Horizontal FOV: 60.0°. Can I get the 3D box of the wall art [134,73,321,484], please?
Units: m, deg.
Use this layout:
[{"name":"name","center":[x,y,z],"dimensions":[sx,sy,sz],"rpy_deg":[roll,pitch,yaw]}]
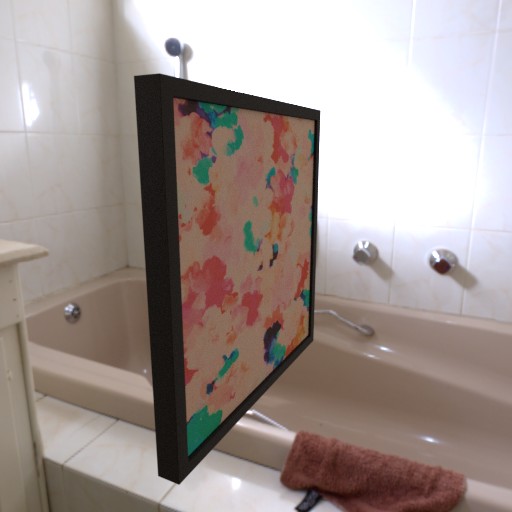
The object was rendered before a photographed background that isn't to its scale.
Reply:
[{"name":"wall art","center":[0.000,0.000,0.747],"dimensions":[0.036,0.503,0.506],"rpy_deg":[7,15,26]}]
